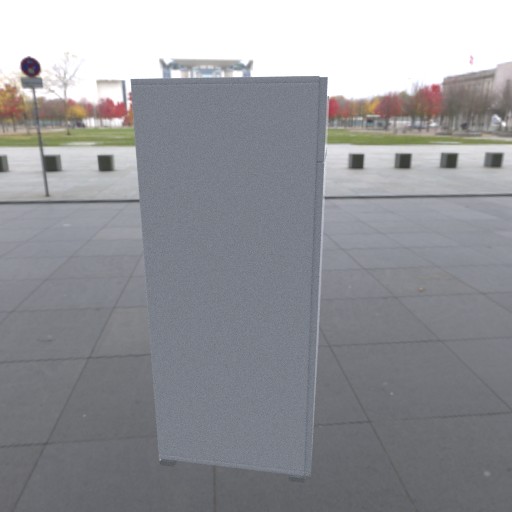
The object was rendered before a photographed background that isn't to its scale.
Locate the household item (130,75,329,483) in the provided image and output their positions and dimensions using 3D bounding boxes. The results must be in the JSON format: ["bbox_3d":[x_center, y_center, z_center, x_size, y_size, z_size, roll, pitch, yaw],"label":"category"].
[{"bbox_3d":[0.000,0.000,1.439,0.420,1.010,0.790,3,17,9],"label":"household item"}]
